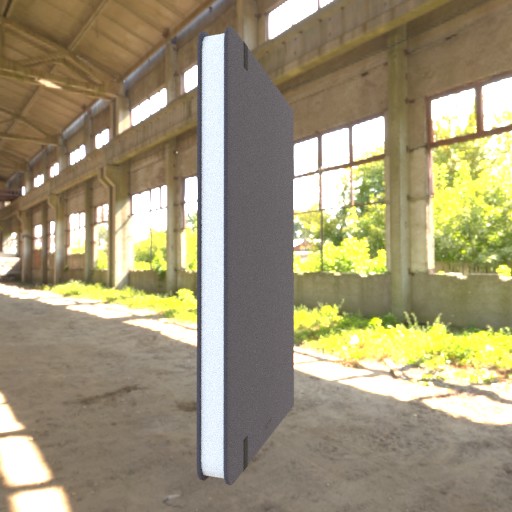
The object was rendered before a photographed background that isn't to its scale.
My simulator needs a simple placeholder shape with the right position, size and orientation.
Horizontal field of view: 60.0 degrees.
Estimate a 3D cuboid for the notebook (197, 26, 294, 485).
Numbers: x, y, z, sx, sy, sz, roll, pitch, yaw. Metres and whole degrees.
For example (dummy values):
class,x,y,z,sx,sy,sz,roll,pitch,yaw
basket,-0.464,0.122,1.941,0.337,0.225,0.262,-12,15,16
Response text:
class,x,y,z,sx,sy,sz,roll,pitch,yaw
notebook,0.000,0.000,0.261,0.016,0.213,0.127,0,-1,18
